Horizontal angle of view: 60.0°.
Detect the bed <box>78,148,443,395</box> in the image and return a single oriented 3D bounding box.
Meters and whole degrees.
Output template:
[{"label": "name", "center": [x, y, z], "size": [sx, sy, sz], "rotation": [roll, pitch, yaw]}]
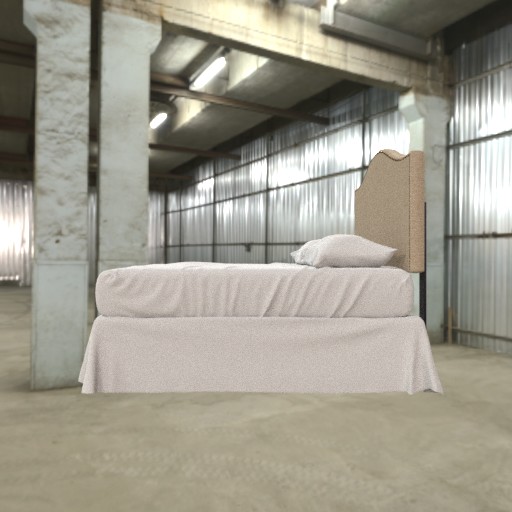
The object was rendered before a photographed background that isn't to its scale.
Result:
[{"label": "bed", "center": [0.000, 0.000, 3.474], "size": [2.221, 1.645, 1.876], "rotation": [0, 0, 0]}]
